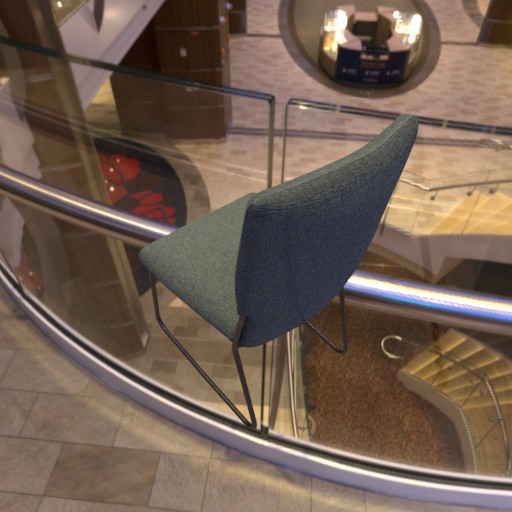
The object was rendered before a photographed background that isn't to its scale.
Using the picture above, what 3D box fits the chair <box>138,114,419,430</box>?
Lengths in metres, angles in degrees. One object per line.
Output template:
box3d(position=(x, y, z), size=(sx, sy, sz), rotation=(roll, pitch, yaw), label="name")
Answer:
box3d(position=(0.000, 0.000, 1.270), size=(0.480, 0.931, 0.635), rotation=(-31, 53, -27), label="chair")
